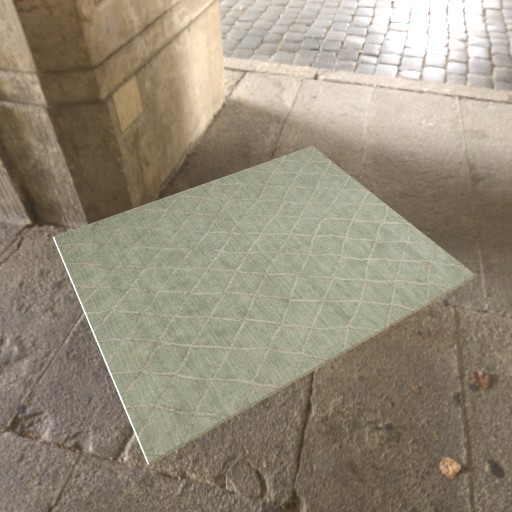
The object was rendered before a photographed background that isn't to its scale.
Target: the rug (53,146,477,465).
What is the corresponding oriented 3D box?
[{"bbox_3d":[0.000,0.000,4.037,3.039,0.019,2.420,-24,50,-21],"label":"rug"}]
